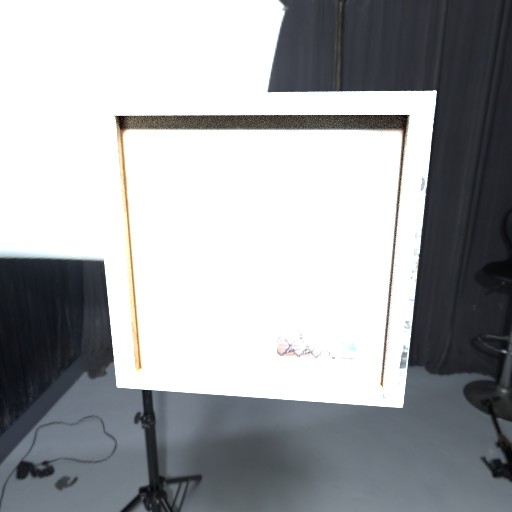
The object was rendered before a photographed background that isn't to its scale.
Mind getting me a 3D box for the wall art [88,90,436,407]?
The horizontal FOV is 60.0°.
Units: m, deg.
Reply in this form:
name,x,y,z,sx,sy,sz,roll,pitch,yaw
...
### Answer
name,x,y,z,sx,sy,sz,roll,pitch,yaw
wall art,0.000,0.000,0.594,0.411,0.410,0.038,2,16,7
